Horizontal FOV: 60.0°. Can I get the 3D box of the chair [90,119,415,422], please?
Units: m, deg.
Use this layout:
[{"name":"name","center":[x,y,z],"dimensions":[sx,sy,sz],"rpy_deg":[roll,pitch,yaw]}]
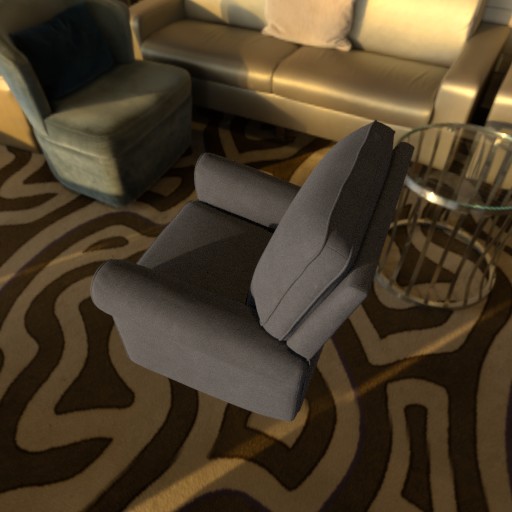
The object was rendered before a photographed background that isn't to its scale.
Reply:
[{"name":"chair","center":[0.000,0.000,1.674],"dimensions":[0.878,0.961,0.890],"rpy_deg":[17,48,16]}]
